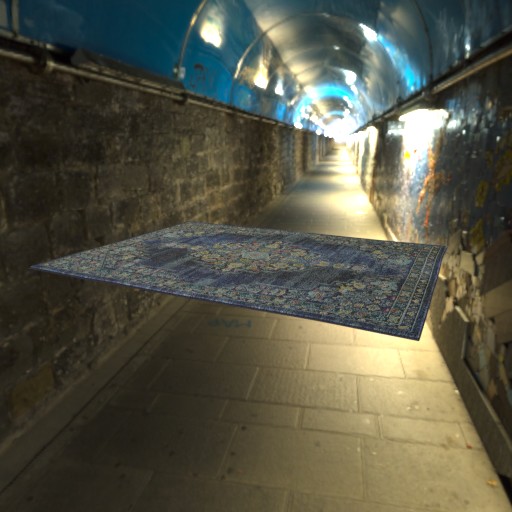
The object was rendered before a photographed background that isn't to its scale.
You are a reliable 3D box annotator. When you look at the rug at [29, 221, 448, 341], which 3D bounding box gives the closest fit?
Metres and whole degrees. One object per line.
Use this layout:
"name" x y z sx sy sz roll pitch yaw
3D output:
"rug" 0.000 0.000 4.717 3.612 0.035 2.716 7 17 25
